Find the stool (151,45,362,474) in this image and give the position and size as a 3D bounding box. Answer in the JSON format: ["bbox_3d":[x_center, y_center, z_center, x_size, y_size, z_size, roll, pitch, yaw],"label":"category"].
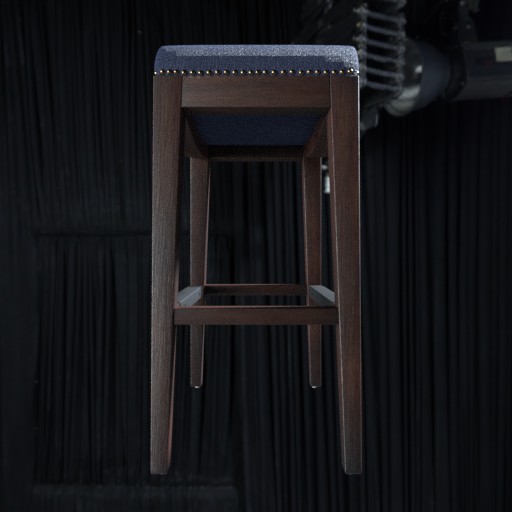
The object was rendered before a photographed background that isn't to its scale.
[{"bbox_3d":[0.000,0.000,0.992,0.358,0.740,0.498,0,1,0],"label":"stool"}]
